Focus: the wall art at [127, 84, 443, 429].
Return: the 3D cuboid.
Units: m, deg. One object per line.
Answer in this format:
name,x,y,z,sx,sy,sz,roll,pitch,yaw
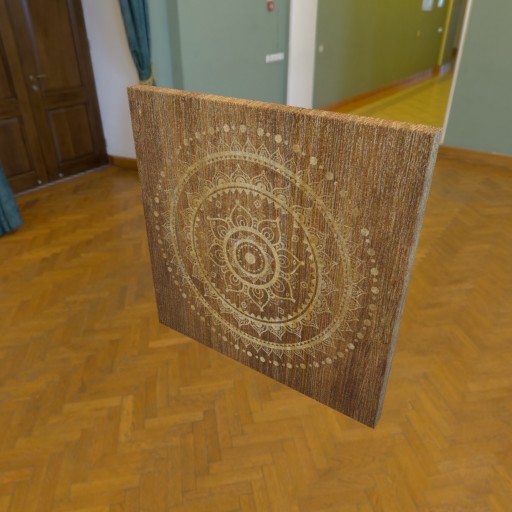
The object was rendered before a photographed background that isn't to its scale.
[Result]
wall art,0.000,0.000,0.910,0.611,0.608,0.042,19,35,29
